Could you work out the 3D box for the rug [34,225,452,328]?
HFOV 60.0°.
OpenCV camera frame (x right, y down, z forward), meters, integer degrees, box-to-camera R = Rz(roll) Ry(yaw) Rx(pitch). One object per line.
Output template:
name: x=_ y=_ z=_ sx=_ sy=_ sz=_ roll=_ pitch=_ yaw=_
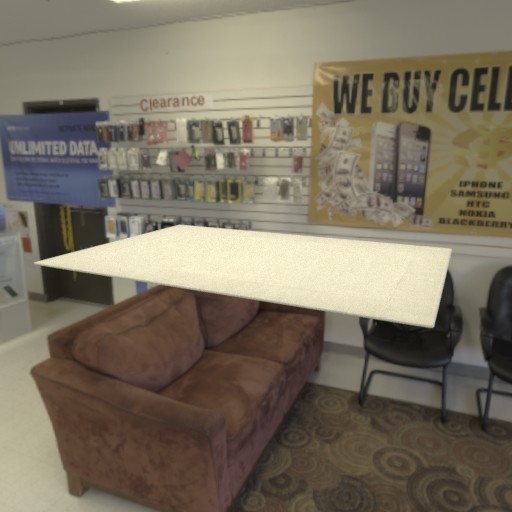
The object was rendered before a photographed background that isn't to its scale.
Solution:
rug: x=0.000 y=0.000 z=2.313 sx=1.829 sy=0.013 sz=1.219 roll=7 pitch=15 yaw=25
